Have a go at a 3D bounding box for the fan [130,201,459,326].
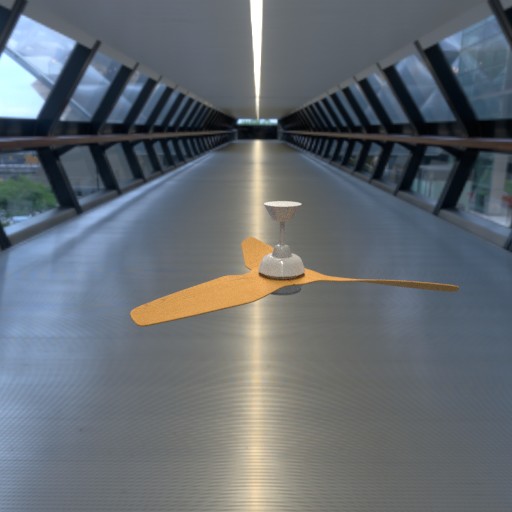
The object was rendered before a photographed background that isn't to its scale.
[{"bbox_3d":[0.000,0.000,1.633,1.142,0.355,1.010,14,20,43],"label":"fan"}]
